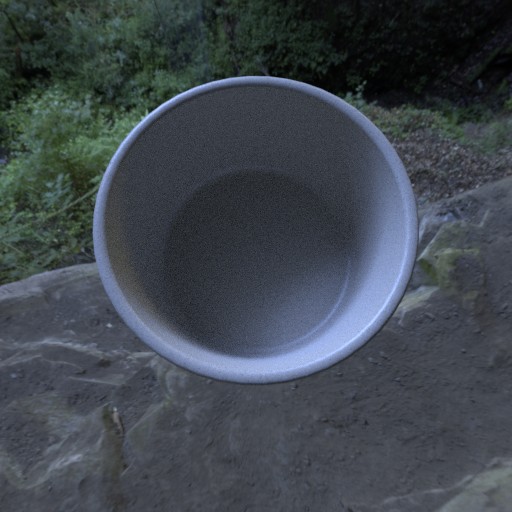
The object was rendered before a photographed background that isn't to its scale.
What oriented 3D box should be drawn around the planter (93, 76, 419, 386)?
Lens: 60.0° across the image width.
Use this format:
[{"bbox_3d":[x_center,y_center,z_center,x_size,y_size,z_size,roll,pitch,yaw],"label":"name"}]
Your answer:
[{"bbox_3d":[0.000,0.000,0.575,0.317,0.303,0.317,0,75,0],"label":"planter"}]
